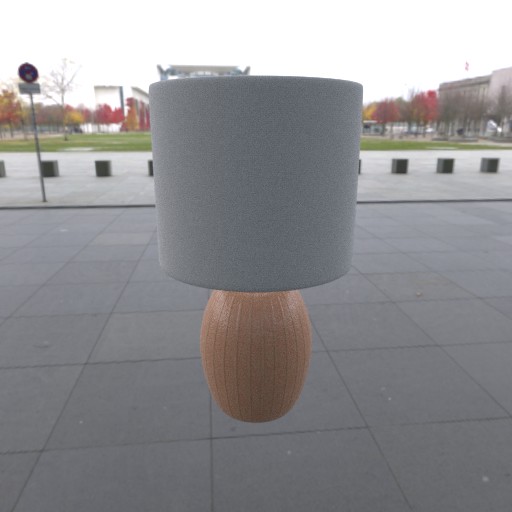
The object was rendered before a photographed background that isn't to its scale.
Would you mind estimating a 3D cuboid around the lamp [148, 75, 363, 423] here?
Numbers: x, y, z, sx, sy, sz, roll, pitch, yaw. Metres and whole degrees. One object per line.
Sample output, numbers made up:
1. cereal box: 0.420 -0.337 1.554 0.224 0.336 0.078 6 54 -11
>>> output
1. lamp: 0.000 0.000 0.768 0.329 0.570 0.329 0 16 0
